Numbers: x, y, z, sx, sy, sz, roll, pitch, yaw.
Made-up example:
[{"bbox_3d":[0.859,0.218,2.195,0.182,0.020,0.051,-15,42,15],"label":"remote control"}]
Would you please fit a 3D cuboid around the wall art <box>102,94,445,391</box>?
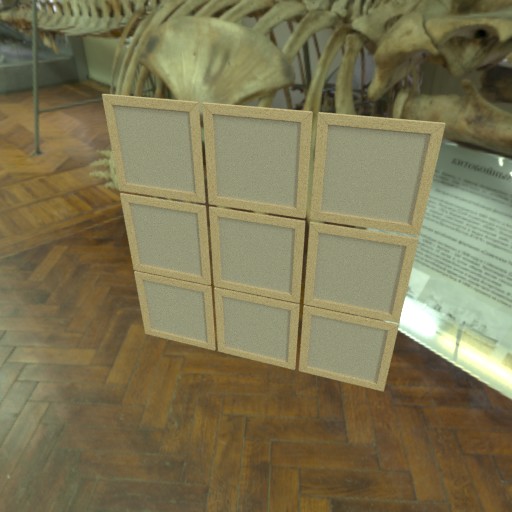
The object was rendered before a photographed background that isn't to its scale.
[{"bbox_3d":[0.000,0.000,2.295,1.519,1.507,0.014,10,34,15],"label":"wall art"}]
